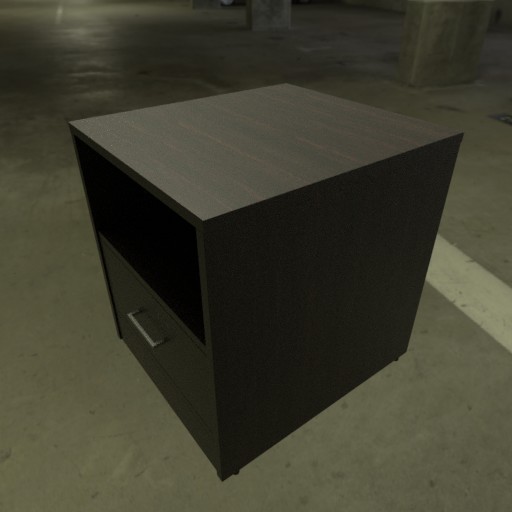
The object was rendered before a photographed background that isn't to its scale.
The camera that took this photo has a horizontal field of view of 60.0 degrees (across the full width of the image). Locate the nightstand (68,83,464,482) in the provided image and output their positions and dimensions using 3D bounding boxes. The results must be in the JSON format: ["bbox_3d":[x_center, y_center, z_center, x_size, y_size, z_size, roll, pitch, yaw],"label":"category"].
[{"bbox_3d":[0.000,0.000,0.790,0.461,0.460,0.400,-23,39,-30],"label":"nightstand"}]
